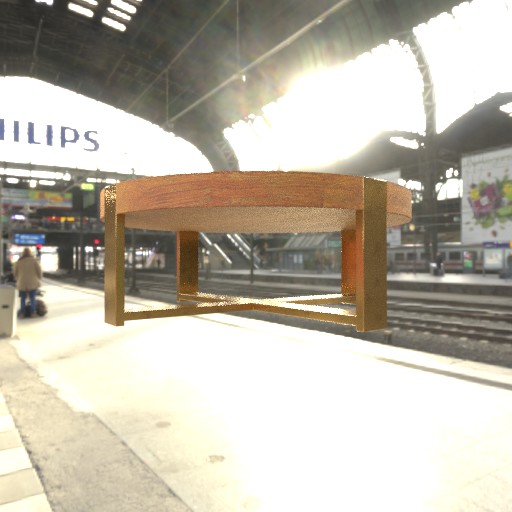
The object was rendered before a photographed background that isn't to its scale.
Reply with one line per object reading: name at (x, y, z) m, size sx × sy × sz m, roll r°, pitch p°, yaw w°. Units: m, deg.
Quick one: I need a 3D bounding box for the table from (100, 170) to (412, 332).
table at (0.000, 0.000, 1.665) m, size 1.100 × 0.420 × 1.100 m, roll 0°, pitch -1°, yaw 0°
